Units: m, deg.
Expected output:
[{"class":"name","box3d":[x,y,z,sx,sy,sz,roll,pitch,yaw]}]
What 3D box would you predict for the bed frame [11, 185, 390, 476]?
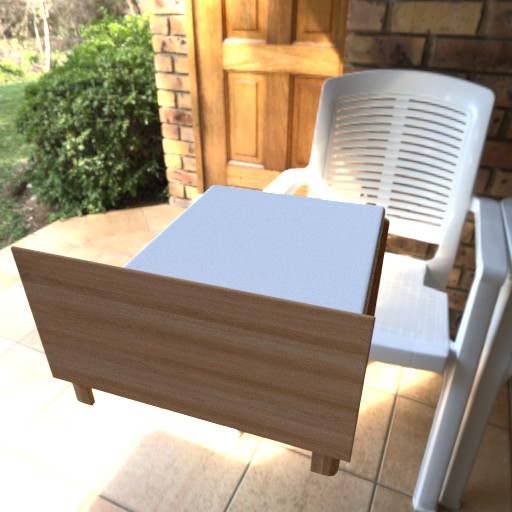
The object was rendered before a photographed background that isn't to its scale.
[{"class":"bed frame","box3d":[0.000,0.000,2.676,1.472,0.940,1.992,10,32,16]}]
